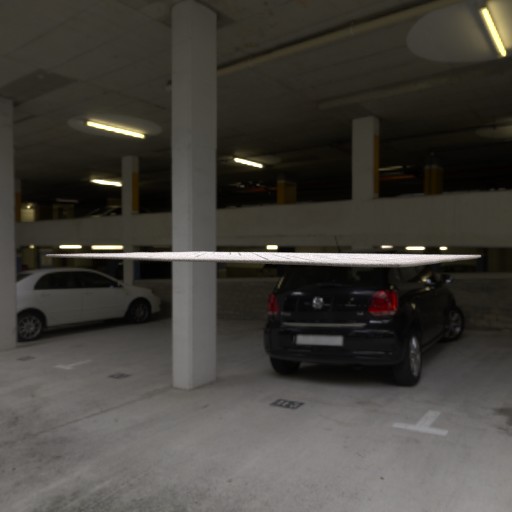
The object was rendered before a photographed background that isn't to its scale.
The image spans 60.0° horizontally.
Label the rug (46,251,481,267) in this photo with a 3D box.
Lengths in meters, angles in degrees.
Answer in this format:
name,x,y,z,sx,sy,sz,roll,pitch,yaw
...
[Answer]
name,x,y,z,sx,sy,sz,roll,pitch,yaw
rug,0.000,0.000,2.953,2.459,0.023,1.575,1,2,36
